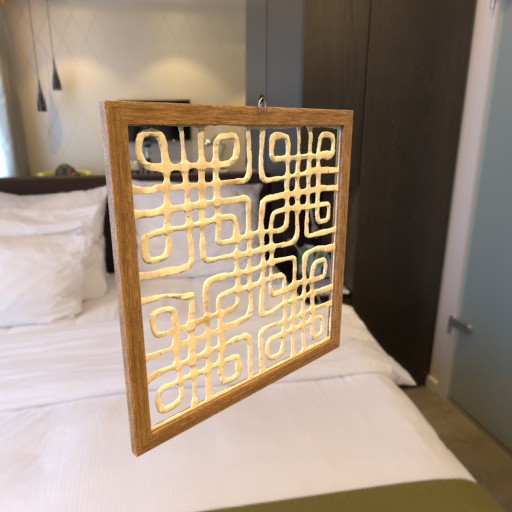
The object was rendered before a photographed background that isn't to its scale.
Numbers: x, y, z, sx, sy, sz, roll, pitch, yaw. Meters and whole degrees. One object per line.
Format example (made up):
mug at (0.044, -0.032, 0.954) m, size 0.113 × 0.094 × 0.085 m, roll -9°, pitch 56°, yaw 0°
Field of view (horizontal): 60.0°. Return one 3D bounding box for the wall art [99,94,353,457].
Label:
wall art at (0.000, 0.000, 0.845) m, size 0.561 × 0.582 × 0.021 m, roll -15°, pitch 22°, yaw -41°
